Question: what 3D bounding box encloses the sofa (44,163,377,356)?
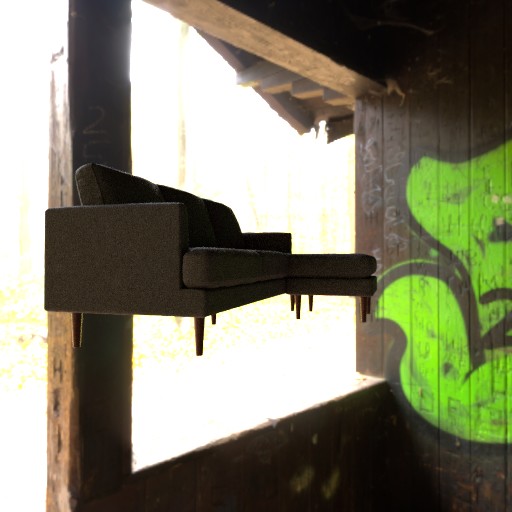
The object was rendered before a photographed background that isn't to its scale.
[{"bbox_3d":[0.000,0.000,3.006,1.504,0.956,2.233,0,-1,18],"label":"sofa"}]
